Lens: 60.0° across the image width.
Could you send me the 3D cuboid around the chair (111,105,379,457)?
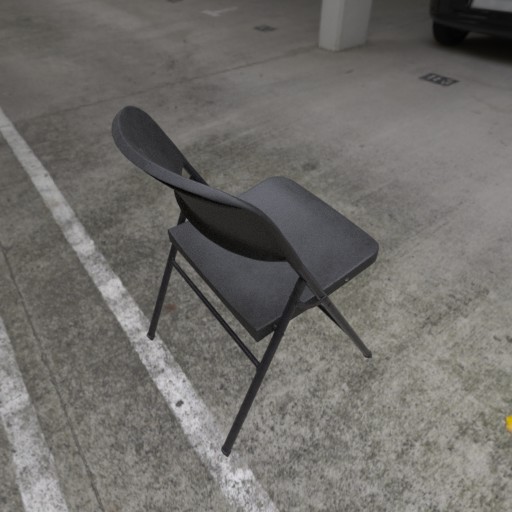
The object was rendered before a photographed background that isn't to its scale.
[{"bbox_3d":[0.000,0.000,1.163,0.566,0.810,0.494,-26,49,-25],"label":"chair"}]
